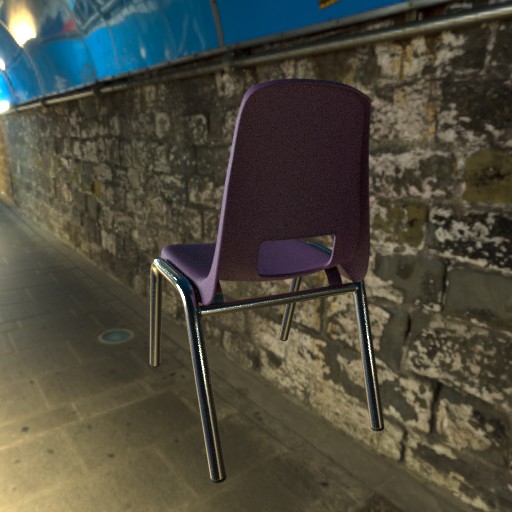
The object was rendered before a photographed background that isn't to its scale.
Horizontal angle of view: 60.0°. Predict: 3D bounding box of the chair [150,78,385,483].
[{"bbox_3d":[0.000,0.000,0.837,0.356,0.584,0.419,-7,16,-23],"label":"chair"}]
